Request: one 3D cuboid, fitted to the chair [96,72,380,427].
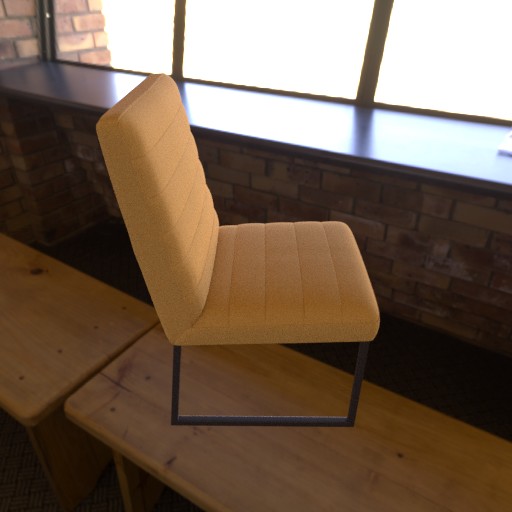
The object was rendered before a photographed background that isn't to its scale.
[{"bbox_3d":[0.000,0.000,1.293,0.634,0.930,0.520,0,32,1],"label":"chair"}]
